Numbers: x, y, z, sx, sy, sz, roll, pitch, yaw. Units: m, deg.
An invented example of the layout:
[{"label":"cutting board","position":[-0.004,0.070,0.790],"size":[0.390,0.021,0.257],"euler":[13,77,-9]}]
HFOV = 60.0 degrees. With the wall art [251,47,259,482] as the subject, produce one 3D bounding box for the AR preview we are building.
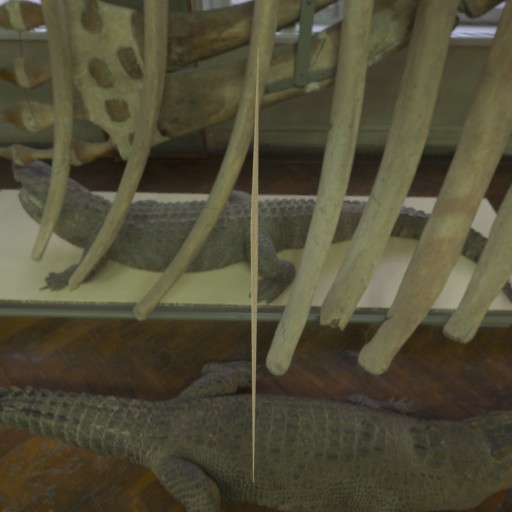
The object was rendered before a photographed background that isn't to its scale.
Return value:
[{"label":"wall art","position":[0.000,0.000,2.172],"size":[0.002,1.505,1.517],"euler":[1,40,1]}]
